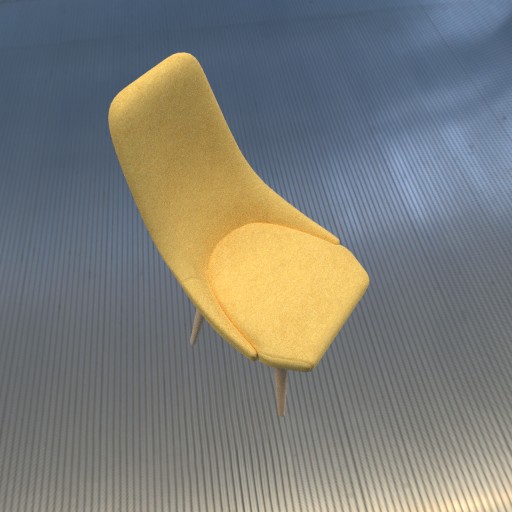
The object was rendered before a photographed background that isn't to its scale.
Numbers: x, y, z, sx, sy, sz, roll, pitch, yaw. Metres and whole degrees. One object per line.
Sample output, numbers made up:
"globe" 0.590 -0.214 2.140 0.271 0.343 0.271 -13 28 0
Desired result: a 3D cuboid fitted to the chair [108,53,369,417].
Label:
"chair" 0.000 0.000 1.394 0.660 1.040 0.510 31 62 19
